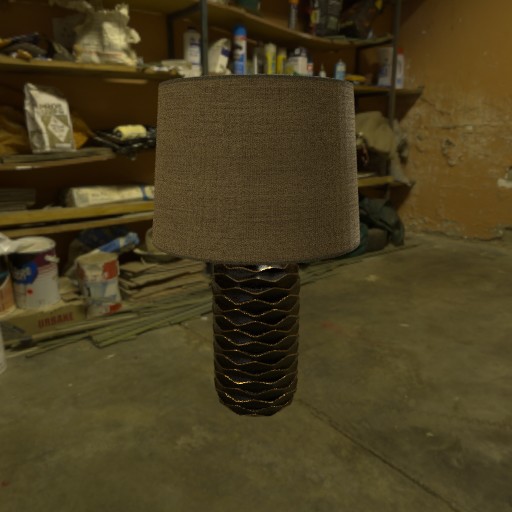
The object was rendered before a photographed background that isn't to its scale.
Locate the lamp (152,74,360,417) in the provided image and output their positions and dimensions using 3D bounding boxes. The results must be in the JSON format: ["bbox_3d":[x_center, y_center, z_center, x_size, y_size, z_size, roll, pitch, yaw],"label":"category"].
[{"bbox_3d":[0.000,0.000,0.831,0.376,0.594,0.376,0,15,0],"label":"lamp"}]
